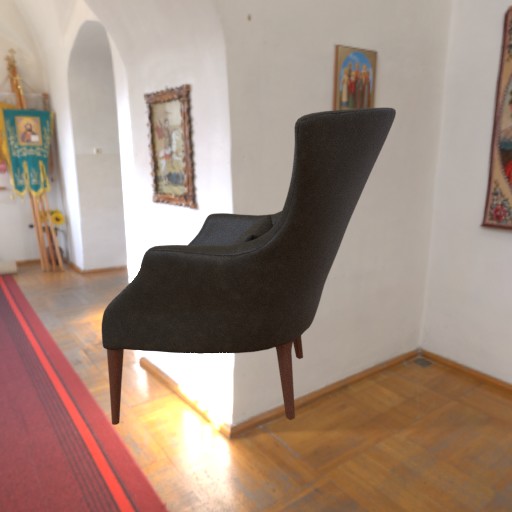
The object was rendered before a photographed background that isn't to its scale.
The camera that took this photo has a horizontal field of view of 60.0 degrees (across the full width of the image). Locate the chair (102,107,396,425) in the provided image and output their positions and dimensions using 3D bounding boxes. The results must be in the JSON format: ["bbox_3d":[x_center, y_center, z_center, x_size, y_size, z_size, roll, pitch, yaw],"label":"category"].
[{"bbox_3d":[0.000,0.000,1.716,0.954,1.068,0.819,2,14,9],"label":"chair"}]
